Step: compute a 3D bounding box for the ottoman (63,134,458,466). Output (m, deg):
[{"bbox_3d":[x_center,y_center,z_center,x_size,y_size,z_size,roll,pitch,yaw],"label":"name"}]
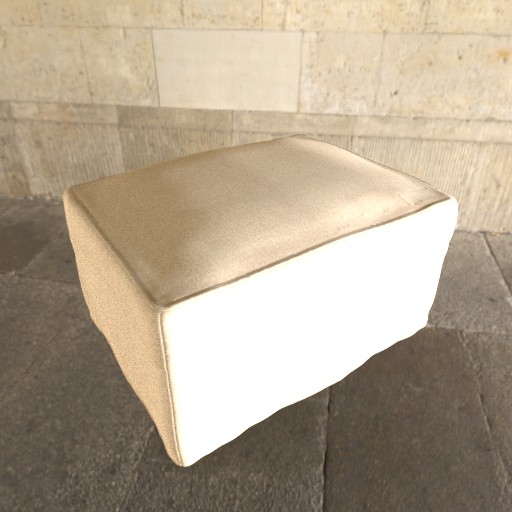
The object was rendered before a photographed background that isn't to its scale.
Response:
[{"bbox_3d":[0.000,0.000,1.228,0.833,0.485,0.650,-20,38,-28],"label":"ottoman"}]
